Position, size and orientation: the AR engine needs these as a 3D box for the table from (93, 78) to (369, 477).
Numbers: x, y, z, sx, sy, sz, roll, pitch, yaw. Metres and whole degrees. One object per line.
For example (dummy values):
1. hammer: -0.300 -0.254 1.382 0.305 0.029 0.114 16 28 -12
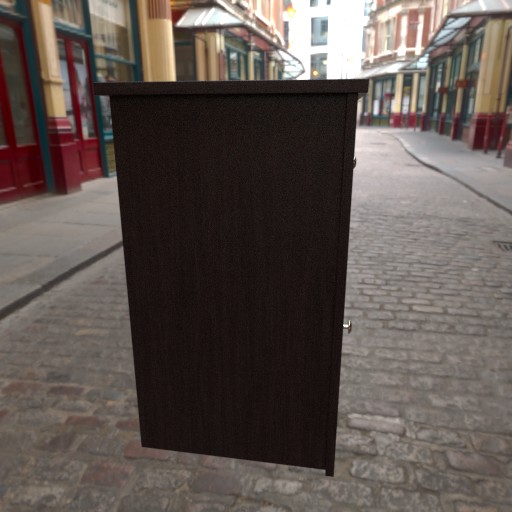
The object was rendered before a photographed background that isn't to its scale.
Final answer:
1. table: 0.000 0.000 0.909 0.381 0.635 0.480 3 17 9
